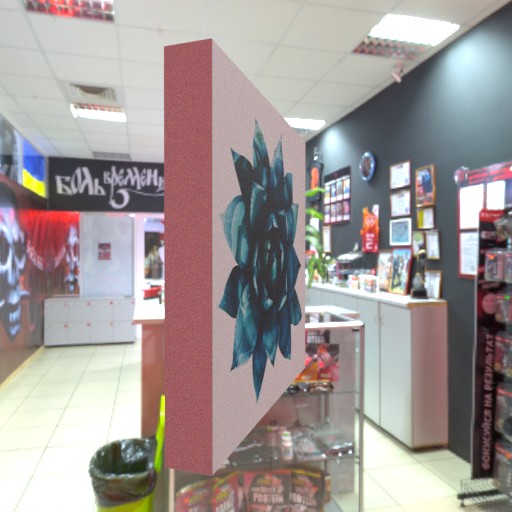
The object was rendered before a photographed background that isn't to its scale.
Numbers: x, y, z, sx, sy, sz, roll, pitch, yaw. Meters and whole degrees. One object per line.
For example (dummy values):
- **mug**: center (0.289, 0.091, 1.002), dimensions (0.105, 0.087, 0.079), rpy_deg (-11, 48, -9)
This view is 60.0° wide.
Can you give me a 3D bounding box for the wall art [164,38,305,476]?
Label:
- **wall art**: center (0.000, 0.000, 0.459), dimensions (0.038, 0.305, 0.305), rpy_deg (0, 1, 19)
